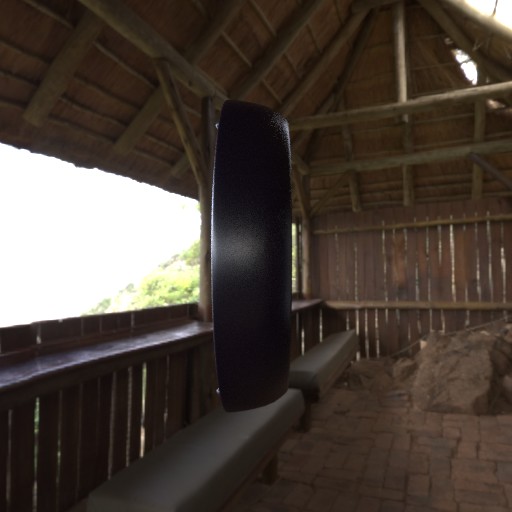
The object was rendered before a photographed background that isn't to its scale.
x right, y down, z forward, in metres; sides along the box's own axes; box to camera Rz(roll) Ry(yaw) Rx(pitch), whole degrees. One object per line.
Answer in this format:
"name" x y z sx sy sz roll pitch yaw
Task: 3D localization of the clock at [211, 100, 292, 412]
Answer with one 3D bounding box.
"clock" 0.000 0.000 0.450 0.060 0.300 0.300 0 -1 2
